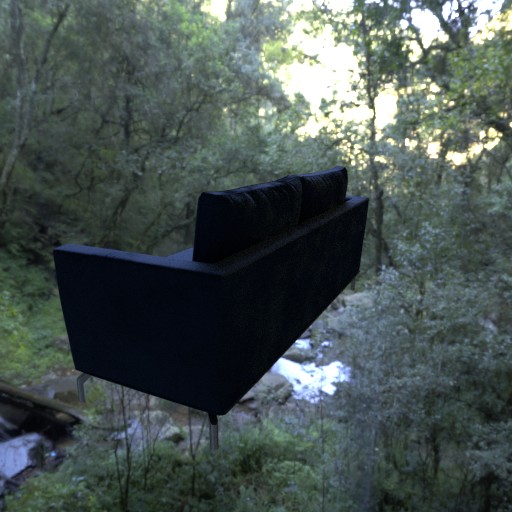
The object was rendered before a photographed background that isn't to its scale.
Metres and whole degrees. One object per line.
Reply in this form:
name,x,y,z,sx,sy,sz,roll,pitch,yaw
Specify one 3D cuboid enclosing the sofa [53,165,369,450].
sofa,0.000,0.000,2.704,0.853,0.998,2.212,8,17,26
